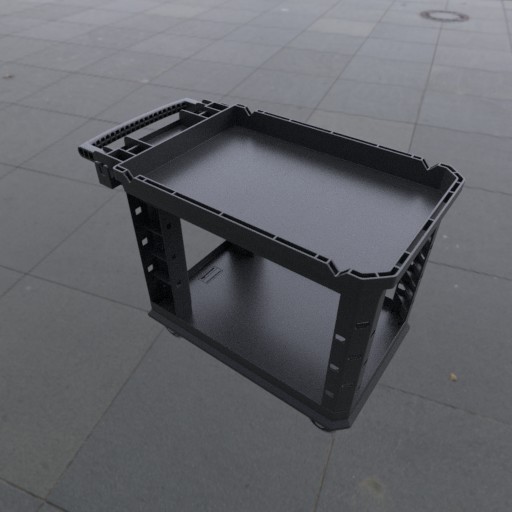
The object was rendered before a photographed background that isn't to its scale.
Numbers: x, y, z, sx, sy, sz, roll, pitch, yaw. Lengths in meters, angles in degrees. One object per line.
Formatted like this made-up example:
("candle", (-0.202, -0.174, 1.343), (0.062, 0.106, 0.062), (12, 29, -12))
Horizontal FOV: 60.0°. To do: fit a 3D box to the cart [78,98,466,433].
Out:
("cart", (0.000, 0.000, 1.795), (1.239, 0.884, 0.674), (25, 47, 27))
